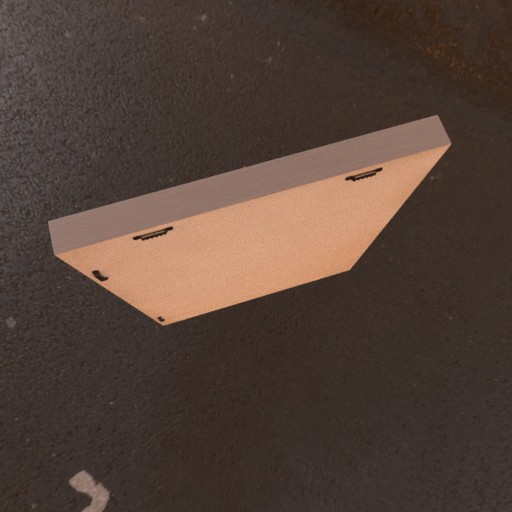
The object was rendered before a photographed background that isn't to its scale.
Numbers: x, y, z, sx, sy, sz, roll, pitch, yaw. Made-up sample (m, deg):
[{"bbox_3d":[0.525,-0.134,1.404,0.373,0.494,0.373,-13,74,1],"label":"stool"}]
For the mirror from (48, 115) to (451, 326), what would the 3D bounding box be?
[{"bbox_3d":[0.000,0.000,0.680,0.405,0.508,0.041,-16,74,-5],"label":"mirror"}]
